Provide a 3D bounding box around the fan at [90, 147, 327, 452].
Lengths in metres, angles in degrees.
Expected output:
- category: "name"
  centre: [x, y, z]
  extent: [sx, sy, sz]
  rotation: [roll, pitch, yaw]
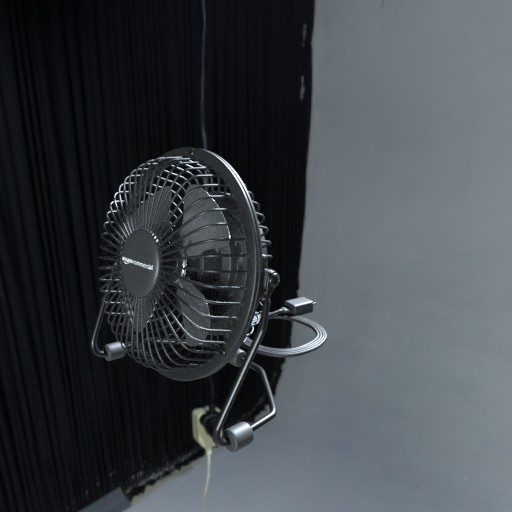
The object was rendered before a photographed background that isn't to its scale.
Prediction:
- category: "fan"
  centre: [0.000, 0.000, 0.314]
  extent: [0.202, 0.152, 0.153]
  rotation: [-15, 21, -43]
